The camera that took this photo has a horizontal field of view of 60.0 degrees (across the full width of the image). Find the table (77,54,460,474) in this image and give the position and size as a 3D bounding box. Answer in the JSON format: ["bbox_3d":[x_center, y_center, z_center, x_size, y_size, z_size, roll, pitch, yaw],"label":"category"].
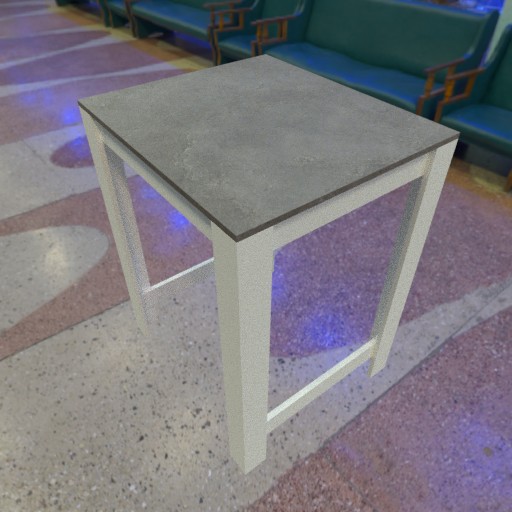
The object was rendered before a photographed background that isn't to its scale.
[{"bbox_3d":[0.000,0.000,1.544,0.700,1.020,0.800,-27,48,-27],"label":"table"}]
